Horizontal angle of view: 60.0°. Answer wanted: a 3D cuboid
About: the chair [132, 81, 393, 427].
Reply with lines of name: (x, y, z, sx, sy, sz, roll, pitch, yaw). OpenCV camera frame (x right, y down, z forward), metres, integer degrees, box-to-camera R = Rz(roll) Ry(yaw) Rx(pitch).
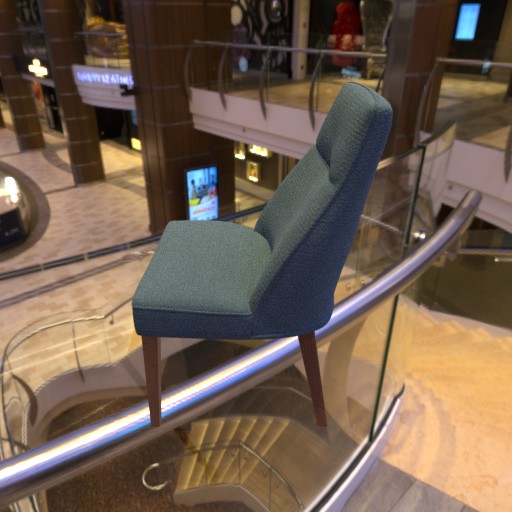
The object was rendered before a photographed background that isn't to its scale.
chair: (0.000, 0.000, 1.297, 0.620, 0.930, 0.500, 1, 28, 1)
